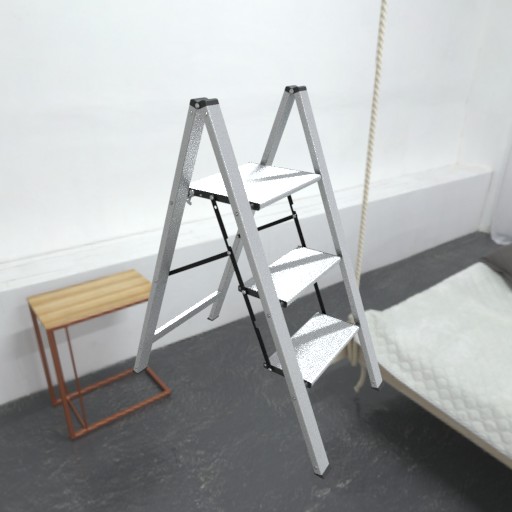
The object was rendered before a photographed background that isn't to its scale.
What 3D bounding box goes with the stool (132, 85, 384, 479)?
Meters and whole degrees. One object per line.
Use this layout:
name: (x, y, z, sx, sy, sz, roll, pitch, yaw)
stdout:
stool: (0.000, 0.000, 1.292, 0.730, 0.902, 0.441, 17, 30, 31)
